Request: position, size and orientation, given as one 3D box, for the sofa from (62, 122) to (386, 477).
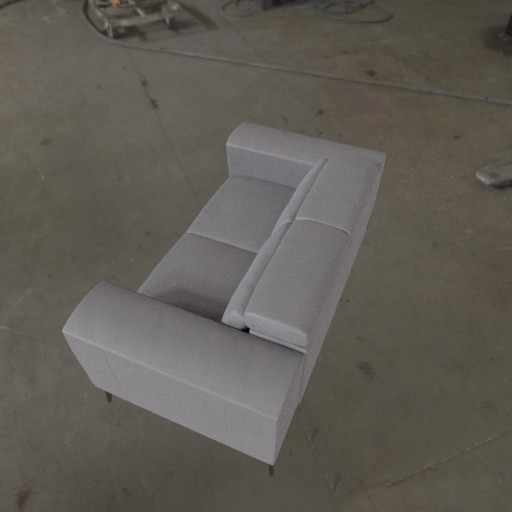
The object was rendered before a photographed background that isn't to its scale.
[{"bbox_3d":[0.000,0.000,2.478,1.003,0.779,1.895,17,48,16],"label":"sofa"}]
